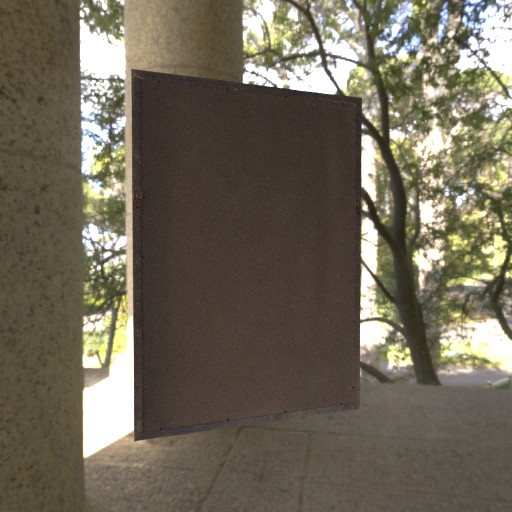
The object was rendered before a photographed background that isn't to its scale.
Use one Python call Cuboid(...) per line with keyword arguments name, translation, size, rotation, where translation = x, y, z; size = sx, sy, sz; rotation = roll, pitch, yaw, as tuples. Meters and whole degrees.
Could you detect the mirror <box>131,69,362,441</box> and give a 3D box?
Cuboid(name="mirror", translation=(0.000, 0.000, 1.309), size=(0.705, 0.996, 0.025), rotation=(-1, 2, -19))
